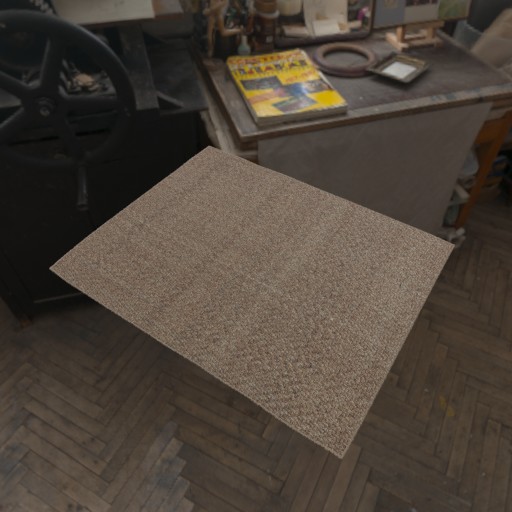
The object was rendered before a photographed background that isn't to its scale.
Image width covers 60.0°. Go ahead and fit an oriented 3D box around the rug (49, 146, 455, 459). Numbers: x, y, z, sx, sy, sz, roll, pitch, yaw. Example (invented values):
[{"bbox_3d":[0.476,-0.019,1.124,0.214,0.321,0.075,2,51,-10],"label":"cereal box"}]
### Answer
[{"bbox_3d":[0.000,0.000,4.206,3.048,0.013,2.439,27,53,22],"label":"rug"}]
